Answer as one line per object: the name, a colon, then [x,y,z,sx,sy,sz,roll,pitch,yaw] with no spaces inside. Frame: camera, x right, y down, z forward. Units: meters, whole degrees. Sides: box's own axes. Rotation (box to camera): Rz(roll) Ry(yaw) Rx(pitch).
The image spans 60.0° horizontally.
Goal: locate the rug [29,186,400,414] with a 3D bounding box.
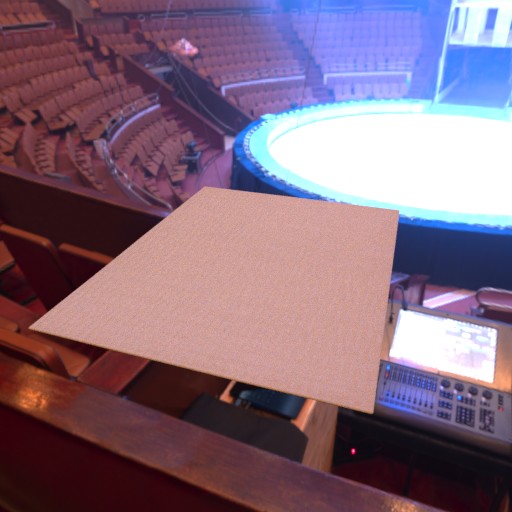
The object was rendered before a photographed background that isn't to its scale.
rug: [0.000,0.000,4.092,2.410,0.021,3.055,9,30,16]
